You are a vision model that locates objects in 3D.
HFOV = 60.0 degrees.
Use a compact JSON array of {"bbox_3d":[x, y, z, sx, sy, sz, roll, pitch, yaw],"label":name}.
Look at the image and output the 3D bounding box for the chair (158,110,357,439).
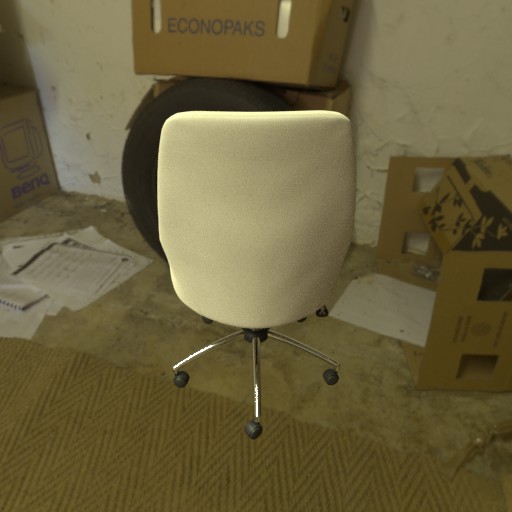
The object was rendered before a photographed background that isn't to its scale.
[{"bbox_3d":[0.000,0.000,1.456,0.620,1.049,0.640,-1,32,-1],"label":"chair"}]
